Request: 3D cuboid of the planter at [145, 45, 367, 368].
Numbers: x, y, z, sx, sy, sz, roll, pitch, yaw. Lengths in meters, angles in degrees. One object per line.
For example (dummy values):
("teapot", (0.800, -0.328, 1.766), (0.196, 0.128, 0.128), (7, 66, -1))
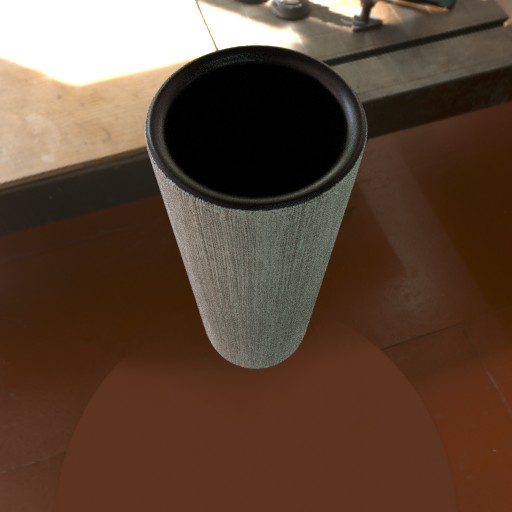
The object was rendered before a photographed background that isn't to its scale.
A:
("planter", (0.000, 0.000, 0.317), (0.100, 0.270, 0.100), (14, 64, 7))
